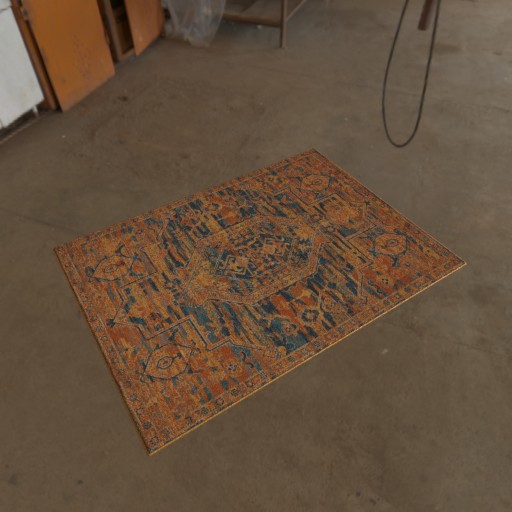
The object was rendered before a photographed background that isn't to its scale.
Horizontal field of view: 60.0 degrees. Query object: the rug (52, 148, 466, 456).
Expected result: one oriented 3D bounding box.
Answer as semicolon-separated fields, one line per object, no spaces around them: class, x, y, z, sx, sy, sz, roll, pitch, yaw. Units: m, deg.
rug;0.000;0.000;2.894;2.204;0.024;1.588;-25;51;-22
